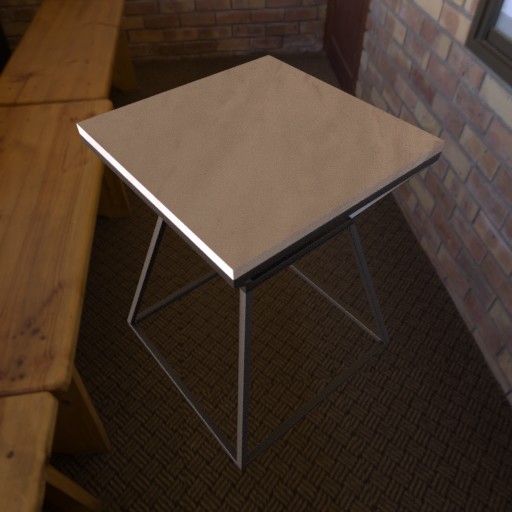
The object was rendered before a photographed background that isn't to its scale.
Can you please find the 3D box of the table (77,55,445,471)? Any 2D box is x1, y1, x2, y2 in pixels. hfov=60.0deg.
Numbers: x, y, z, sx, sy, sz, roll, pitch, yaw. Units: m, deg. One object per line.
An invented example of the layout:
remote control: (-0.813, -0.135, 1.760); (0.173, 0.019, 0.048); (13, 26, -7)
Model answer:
table: (0.000, 0.000, 0.887); (0.455, 0.559, 0.455); (-31, 54, -26)
